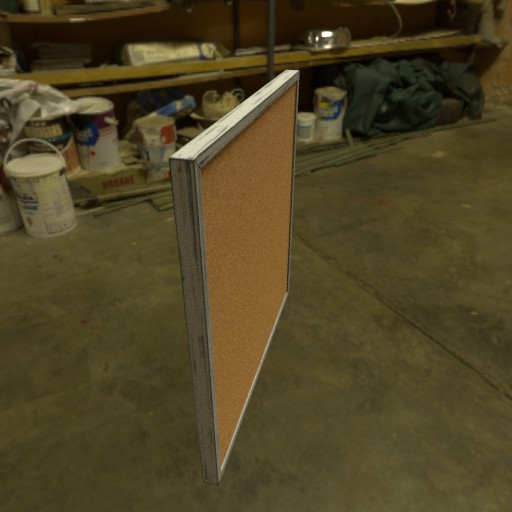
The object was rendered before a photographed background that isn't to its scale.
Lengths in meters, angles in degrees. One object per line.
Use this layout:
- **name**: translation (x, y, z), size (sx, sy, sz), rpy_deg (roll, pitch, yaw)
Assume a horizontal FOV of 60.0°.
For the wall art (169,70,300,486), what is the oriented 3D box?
- **wall art**: translation (0.000, 0.000, 1.117), size (0.037, 0.761, 0.761), rpy_deg (8, 33, 13)
